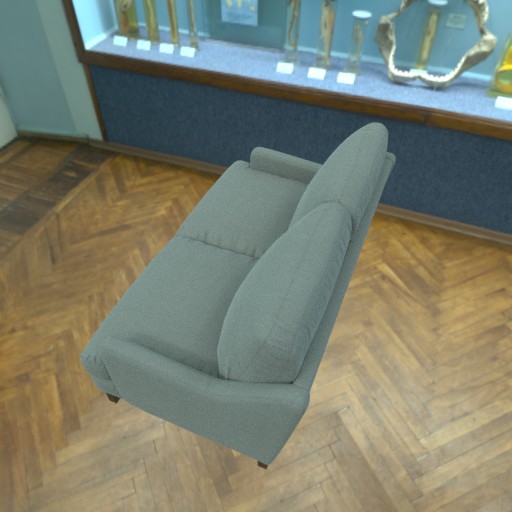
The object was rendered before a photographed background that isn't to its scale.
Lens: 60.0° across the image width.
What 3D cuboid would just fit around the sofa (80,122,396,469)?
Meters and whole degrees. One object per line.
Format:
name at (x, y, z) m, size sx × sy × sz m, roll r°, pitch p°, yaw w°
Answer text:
sofa at (0.000, 0.000, 2.176) m, size 0.987 × 0.921 × 1.589 m, roll 17°, pitch 48°, yaw 16°
